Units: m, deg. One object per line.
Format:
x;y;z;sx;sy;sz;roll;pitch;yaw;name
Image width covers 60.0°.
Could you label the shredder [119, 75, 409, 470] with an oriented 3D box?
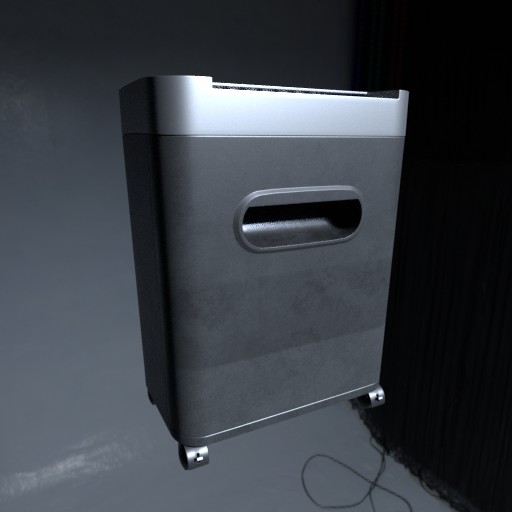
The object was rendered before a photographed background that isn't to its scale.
0.000;0.000;0.594;0.311;0.419;0.237;-7;16;-26;shredder
